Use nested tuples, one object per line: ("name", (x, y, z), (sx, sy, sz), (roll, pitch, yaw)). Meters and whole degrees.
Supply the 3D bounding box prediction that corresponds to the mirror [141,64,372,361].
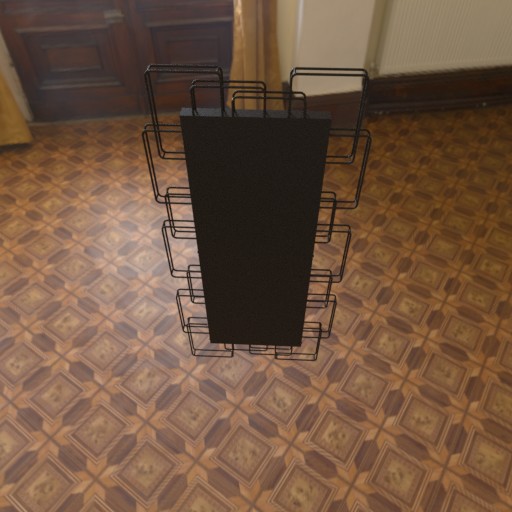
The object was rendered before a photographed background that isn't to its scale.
("mirror", (0.000, 0.000, 1.409), (0.565, 1.192, 0.037), (2, 46, 2))
